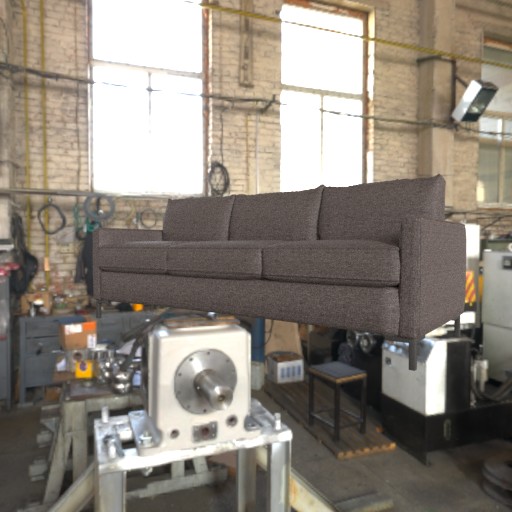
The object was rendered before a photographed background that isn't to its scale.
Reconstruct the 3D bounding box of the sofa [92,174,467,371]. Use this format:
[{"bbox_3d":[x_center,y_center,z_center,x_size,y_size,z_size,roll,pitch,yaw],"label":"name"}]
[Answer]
[{"bbox_3d":[0.000,0.000,2.744,2.253,0.882,0.876,1,2,36],"label":"sofa"}]
